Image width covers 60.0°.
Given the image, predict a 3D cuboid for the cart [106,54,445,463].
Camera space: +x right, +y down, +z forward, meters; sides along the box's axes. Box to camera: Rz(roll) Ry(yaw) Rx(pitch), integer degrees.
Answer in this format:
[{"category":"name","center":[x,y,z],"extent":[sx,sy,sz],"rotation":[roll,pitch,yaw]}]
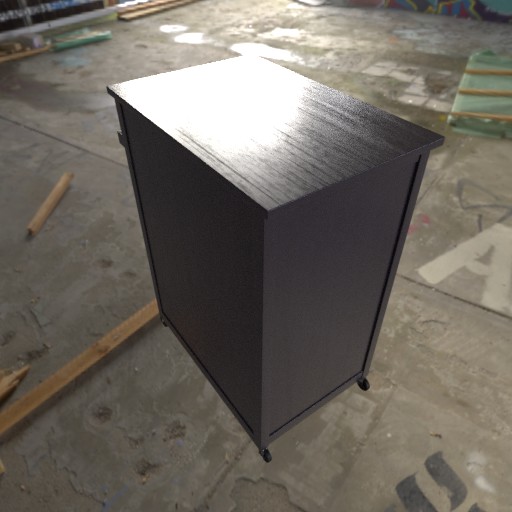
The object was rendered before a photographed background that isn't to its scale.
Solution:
[{"category":"cart","center":[0.000,0.000,1.273],"extent":[0.449,0.878,0.690],"rotation":[-25,46,-26]}]
